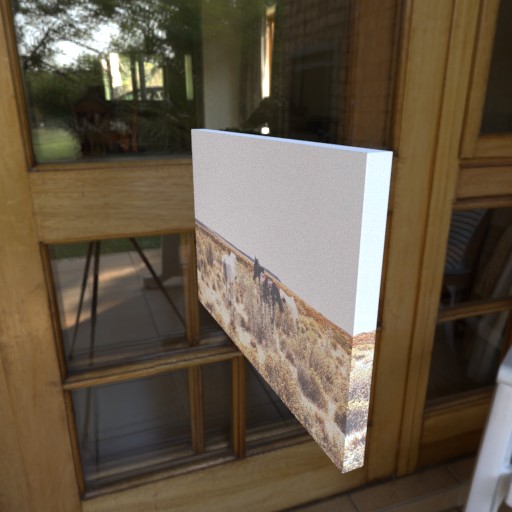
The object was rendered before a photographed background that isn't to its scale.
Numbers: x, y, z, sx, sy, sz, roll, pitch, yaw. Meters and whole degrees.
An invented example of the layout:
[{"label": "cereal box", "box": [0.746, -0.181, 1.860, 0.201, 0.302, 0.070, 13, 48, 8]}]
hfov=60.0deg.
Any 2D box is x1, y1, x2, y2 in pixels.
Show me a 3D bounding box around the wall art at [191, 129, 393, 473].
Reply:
[{"label": "wall art", "box": [0.000, 0.000, 1.169, 0.050, 0.610, 0.914, -8, 20, -23]}]
